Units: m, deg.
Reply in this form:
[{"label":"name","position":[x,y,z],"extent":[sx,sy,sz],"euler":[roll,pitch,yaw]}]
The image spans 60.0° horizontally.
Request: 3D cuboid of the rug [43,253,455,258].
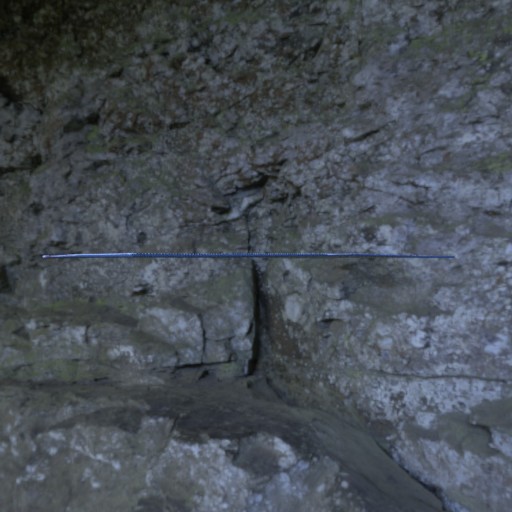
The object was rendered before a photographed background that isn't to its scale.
[{"label":"rug","position":[0.000,0.000,2.281],"extent":[1.793,0.025,1.159],"euler":[0,0,-37]}]
